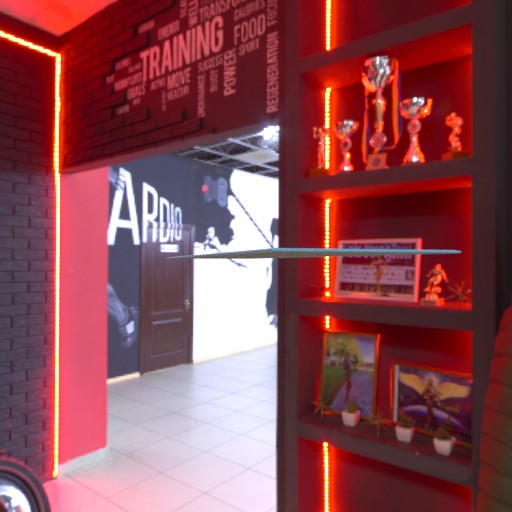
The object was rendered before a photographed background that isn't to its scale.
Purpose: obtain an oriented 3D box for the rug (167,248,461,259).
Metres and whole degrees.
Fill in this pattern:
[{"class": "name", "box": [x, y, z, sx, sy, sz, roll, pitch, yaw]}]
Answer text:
[{"class": "rug", "box": [0.000, 0.000, 2.370, 0.662, 0.011, 2.196, 0, -1, -19]}]
